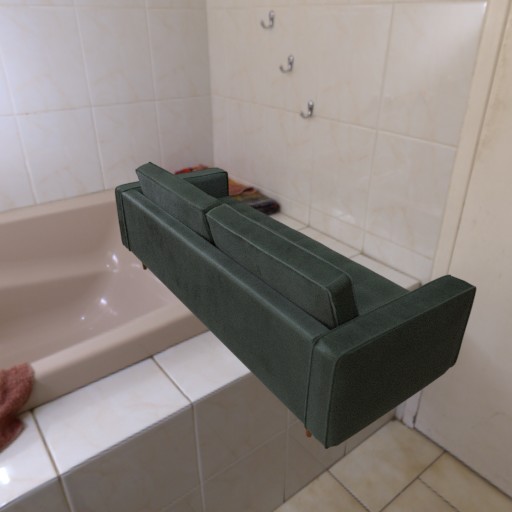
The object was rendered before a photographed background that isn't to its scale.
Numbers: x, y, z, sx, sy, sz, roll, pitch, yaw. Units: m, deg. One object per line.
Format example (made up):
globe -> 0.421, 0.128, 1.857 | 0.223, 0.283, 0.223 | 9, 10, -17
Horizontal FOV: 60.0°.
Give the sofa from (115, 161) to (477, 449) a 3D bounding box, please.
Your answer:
sofa -> 0.000, 0.000, 2.593 | 0.886, 0.781, 2.214 | -18, 33, -31
